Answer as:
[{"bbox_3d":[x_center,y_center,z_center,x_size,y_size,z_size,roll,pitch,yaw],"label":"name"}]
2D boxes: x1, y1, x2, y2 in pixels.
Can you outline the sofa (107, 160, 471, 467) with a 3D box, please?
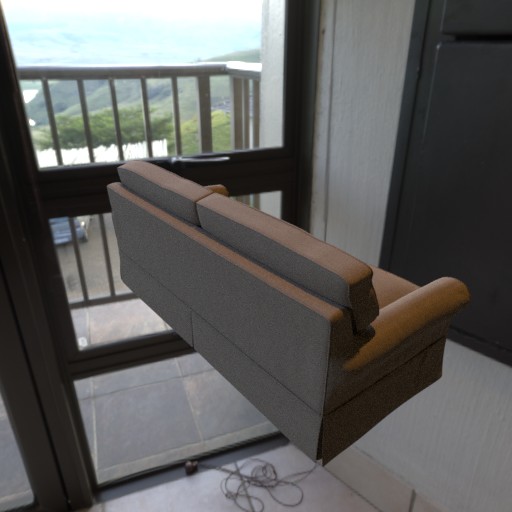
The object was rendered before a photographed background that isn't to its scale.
[{"bbox_3d":[0.000,0.000,2.728,0.991,0.943,2.248,-19,32,-34],"label":"sofa"}]
